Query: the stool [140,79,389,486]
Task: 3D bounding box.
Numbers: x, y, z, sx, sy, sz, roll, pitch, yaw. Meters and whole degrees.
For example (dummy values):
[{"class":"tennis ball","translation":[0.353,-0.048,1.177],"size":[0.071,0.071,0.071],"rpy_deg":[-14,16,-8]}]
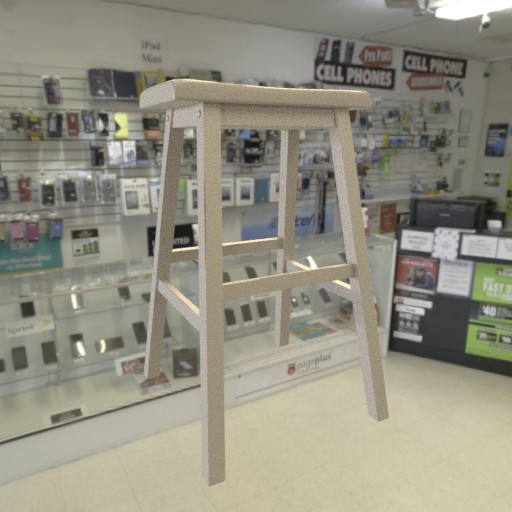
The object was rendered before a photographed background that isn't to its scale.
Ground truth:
[{"class":"stool","translation":[0.000,0.000,1.051],"size":[0.457,0.737,0.476],"rpy_deg":[-8,16,-27]}]
